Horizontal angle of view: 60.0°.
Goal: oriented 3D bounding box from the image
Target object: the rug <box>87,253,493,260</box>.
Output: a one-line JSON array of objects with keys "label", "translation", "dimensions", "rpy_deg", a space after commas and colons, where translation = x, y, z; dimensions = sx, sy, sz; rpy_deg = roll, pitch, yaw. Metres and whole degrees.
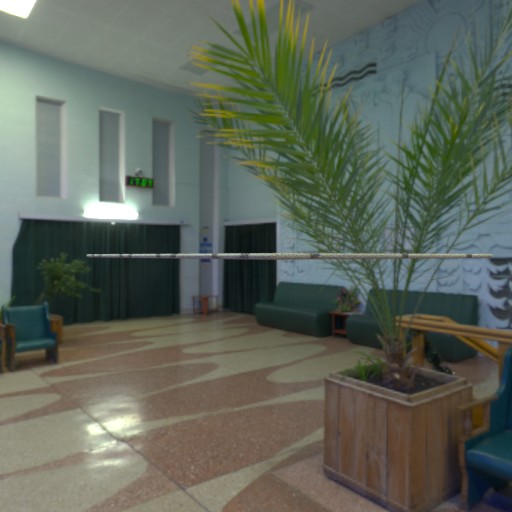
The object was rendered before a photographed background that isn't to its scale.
[{"label": "rug", "translation": [0.000, 0.000, 3.390], "dimensions": [1.801, 0.026, 2.701], "rpy_deg": [0, 0, -36]}]
